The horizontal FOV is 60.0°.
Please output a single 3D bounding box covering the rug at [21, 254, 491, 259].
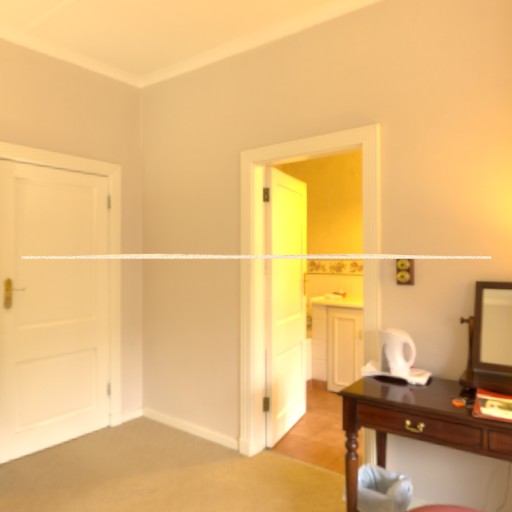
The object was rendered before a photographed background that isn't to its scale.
[{"bbox_3d":[0.000,0.000,3.131,2.438,0.026,1.706,0,0,-1],"label":"rug"}]
